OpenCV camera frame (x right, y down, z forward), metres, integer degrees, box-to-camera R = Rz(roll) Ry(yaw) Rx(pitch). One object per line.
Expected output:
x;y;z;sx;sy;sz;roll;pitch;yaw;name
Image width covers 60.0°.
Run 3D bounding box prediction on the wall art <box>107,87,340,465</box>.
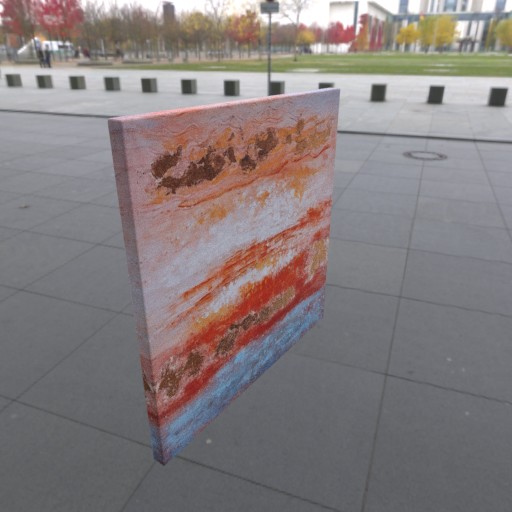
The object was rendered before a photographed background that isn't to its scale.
0.000;0.000;1.113;0.035;0.747;0.747;17;30;32;wall art
